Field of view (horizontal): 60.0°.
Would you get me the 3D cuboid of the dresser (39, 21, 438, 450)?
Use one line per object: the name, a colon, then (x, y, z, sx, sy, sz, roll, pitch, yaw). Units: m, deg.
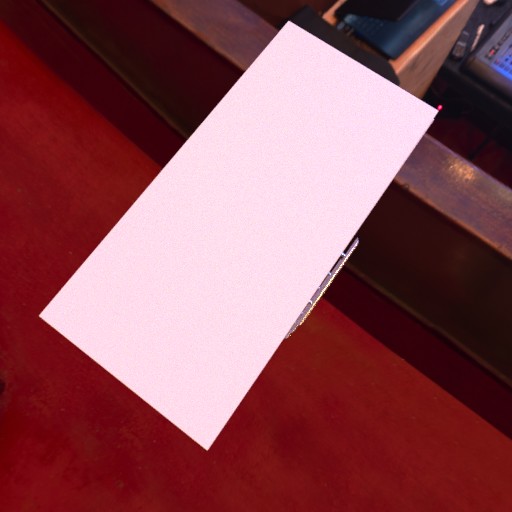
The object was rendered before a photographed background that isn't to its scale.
dresser: (0.000, 0.000, 1.254, 0.420, 0.740, 0.830, 35, 78, 8)
